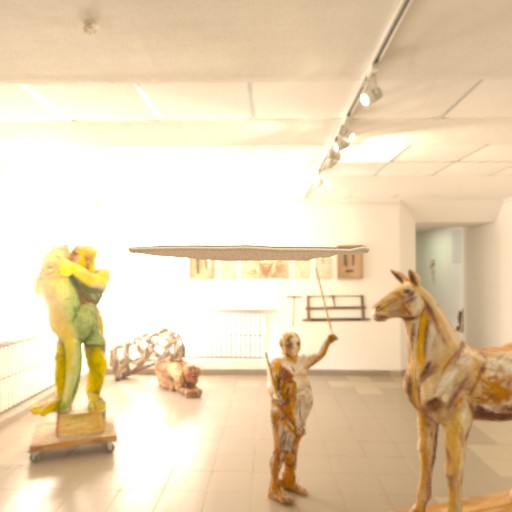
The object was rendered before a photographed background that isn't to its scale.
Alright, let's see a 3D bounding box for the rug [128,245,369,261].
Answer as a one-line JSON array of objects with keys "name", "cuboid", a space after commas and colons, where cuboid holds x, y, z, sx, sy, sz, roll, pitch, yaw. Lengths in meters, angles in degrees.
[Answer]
[{"name": "rug", "cuboid": [0.000, 0.000, 2.695, 0.831, 0.036, 2.381, 0, -1, 1]}]
